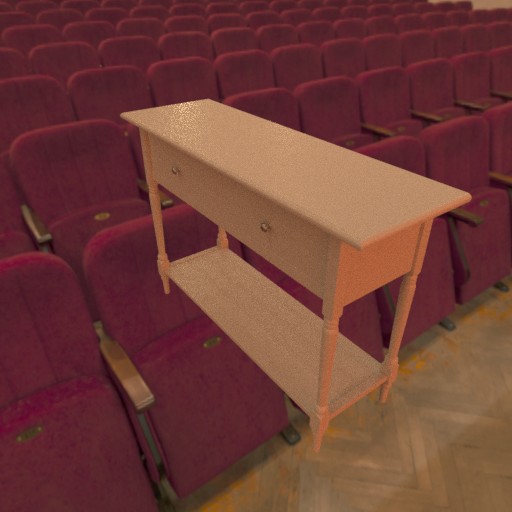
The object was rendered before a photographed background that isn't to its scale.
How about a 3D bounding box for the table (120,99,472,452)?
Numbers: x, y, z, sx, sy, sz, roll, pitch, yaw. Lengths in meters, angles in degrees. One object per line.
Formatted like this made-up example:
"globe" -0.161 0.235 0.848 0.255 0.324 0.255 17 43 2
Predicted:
"table" 0.000 0.000 1.568 0.384 0.808 1.197 -22 38 -30
